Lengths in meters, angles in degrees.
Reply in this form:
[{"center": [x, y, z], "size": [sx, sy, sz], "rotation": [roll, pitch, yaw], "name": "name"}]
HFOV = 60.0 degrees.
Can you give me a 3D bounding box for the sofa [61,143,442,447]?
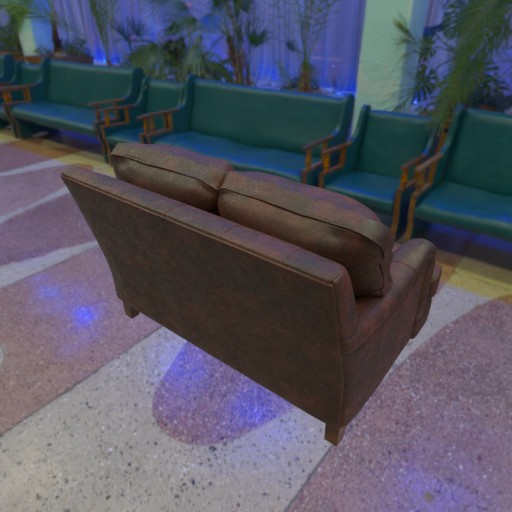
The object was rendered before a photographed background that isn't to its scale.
[{"center": [0.000, 0.000, 2.323], "size": [1.628, 1.070, 1.148], "rotation": [22, 38, 32], "name": "sofa"}]
